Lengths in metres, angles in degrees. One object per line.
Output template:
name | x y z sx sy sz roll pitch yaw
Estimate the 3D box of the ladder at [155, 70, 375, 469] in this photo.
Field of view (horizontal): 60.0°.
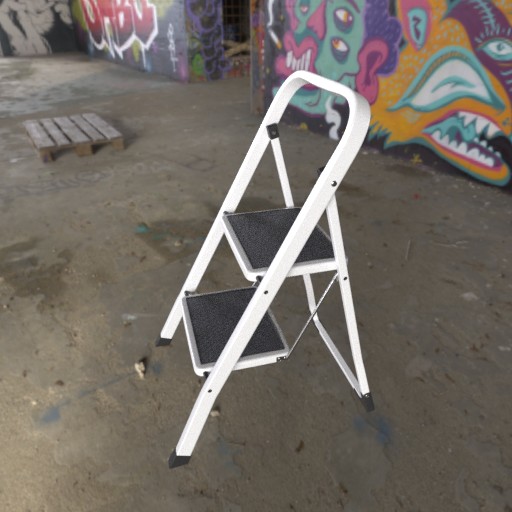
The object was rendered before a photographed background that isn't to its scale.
ladder | 0.000 0.000 1.084 0.544 0.810 0.460 -8 31 -13
